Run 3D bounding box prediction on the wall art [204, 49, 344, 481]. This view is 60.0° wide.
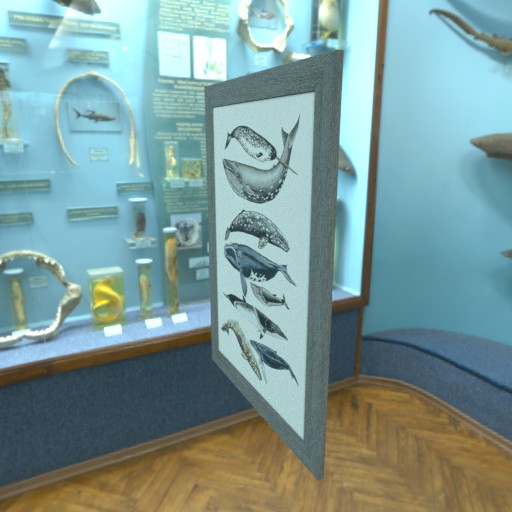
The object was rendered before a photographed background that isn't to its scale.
[{"bbox_3d":[0.000,0.000,1.391,0.020,1.070,0.768,-7,17,-26],"label":"wall art"}]
